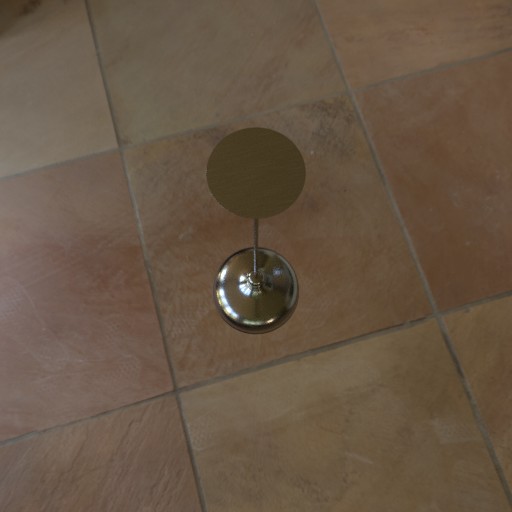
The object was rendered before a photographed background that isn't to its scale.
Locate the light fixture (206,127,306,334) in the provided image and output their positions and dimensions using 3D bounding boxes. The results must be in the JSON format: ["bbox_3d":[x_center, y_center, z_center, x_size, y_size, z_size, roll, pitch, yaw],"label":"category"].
[{"bbox_3d":[0.000,0.000,1.084,0.299,0.935,0.299,-12,75,-3],"label":"light fixture"}]
